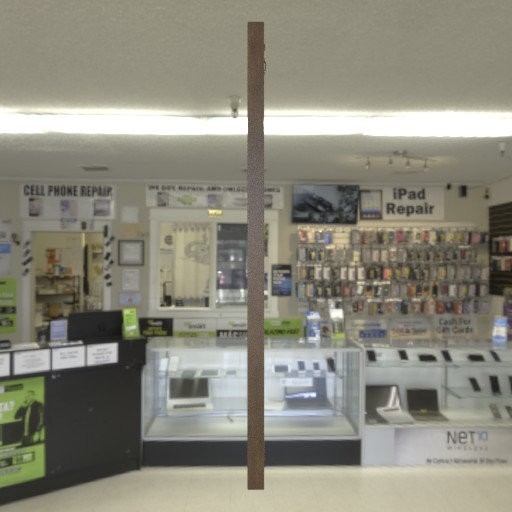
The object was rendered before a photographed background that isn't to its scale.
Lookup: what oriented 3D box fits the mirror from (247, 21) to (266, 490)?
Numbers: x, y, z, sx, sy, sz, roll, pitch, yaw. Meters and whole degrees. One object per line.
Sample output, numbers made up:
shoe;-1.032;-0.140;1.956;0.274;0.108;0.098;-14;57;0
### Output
mirror;0.000;0.000;1.342;0.041;1.016;0.762;0;0;0
